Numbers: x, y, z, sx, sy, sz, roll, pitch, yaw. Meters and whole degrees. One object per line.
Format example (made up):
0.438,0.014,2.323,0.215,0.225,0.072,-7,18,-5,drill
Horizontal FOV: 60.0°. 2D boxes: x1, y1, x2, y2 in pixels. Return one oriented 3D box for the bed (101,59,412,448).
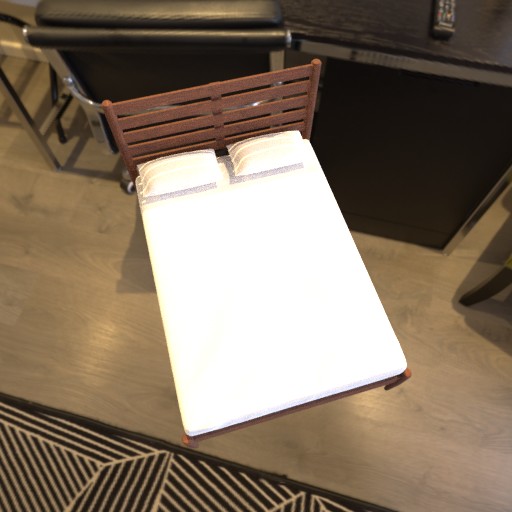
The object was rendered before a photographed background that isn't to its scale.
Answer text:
0.000,0.000,3.088,1.509,1.304,2.093,-14,63,-7,bed
